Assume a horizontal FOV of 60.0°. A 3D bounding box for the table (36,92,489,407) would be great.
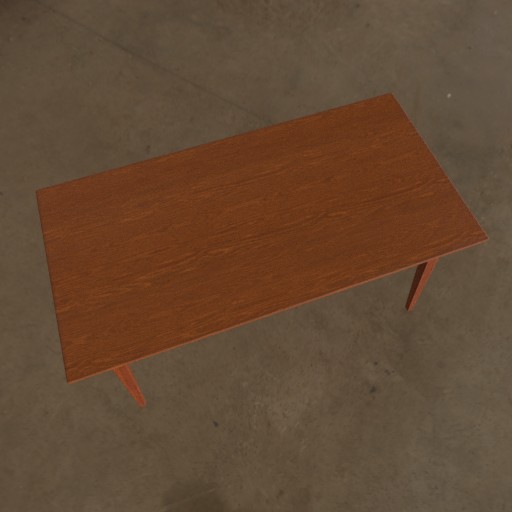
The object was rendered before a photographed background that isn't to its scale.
[{"bbox_3d":[0.000,0.000,2.083,1.609,0.755,0.811,-18,65,-8],"label":"table"}]
